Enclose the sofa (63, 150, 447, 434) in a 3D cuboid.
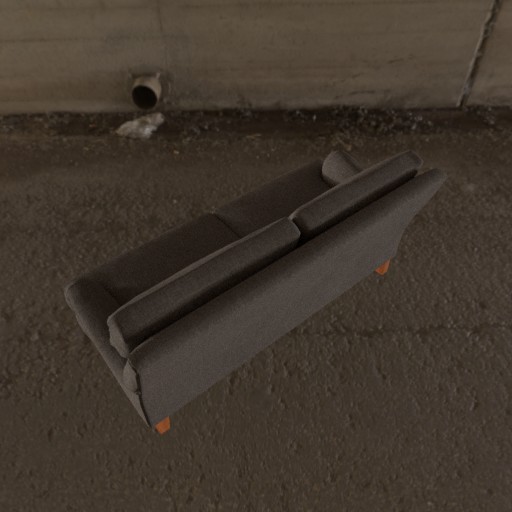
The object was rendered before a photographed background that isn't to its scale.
[{"bbox_3d":[0.000,0.000,2.797,2.160,1.054,1.087,-30,53,-26],"label":"sofa"}]
